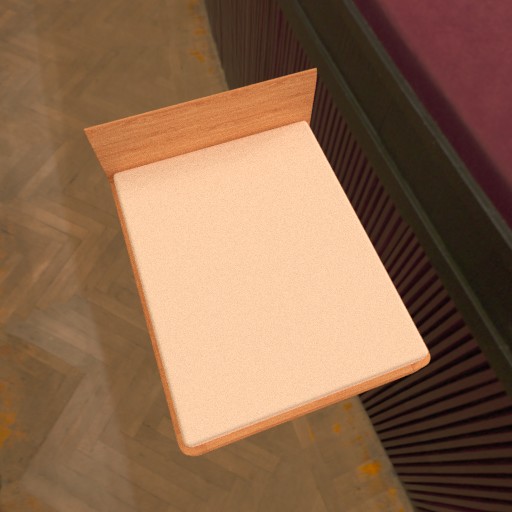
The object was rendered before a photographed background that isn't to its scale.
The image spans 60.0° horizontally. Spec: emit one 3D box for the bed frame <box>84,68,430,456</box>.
[{"bbox_3d":[0.000,0.000,3.034,1.660,0.940,2.092,-18,66,-8],"label":"bed frame"}]
